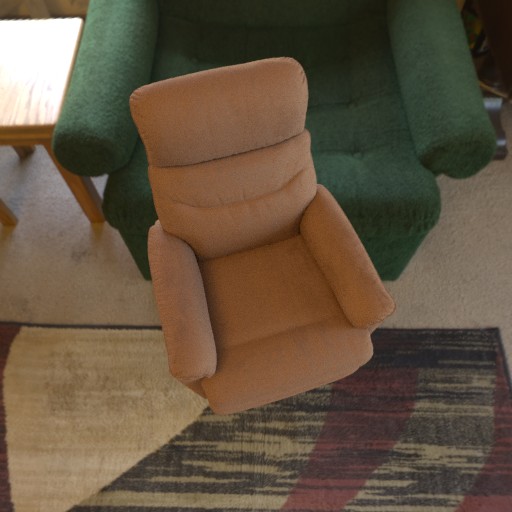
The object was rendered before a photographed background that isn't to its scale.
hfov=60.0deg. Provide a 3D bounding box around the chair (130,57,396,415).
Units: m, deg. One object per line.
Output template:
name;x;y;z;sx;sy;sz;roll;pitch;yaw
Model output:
chair;0.000;0.000;1.732;0.820;1.037;1.004;-15;63;-8
